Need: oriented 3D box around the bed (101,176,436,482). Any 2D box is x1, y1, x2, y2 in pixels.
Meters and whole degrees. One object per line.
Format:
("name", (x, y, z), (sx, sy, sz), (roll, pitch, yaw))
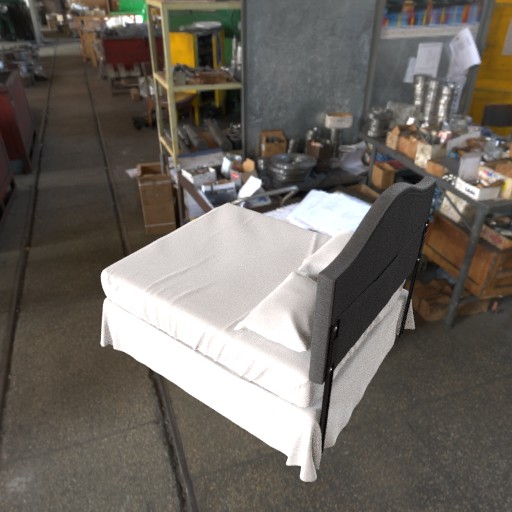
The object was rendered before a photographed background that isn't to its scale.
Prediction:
("bed", (0.000, 0.000, 3.502), (2.221, 1.645, 1.876), (21, 38, 30))
